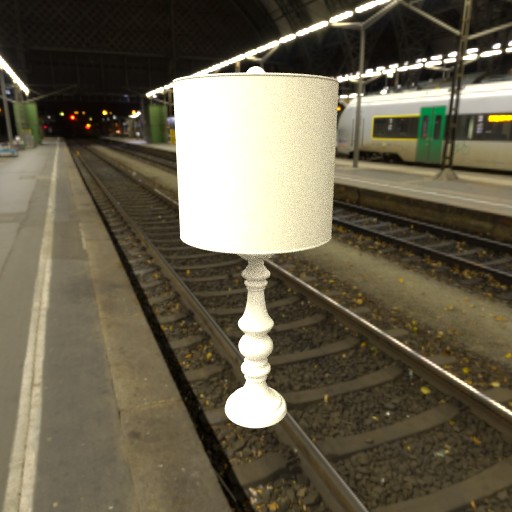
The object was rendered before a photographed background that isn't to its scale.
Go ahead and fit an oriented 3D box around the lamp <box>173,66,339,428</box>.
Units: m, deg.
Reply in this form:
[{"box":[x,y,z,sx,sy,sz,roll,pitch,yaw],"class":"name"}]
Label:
[{"box":[0.000,0.000,0.755,0.250,0.597,0.250,-15,22,-42],"class":"lamp"}]
